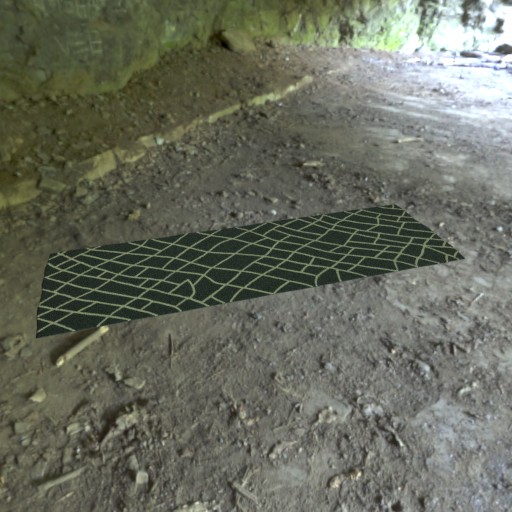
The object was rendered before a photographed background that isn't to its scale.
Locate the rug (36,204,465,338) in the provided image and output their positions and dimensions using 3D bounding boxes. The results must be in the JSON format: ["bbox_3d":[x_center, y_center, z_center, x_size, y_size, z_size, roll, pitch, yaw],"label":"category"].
[{"bbox_3d":[0.000,0.000,2.740,2.476,0.010,0.807,-9,33,-14],"label":"rug"}]
